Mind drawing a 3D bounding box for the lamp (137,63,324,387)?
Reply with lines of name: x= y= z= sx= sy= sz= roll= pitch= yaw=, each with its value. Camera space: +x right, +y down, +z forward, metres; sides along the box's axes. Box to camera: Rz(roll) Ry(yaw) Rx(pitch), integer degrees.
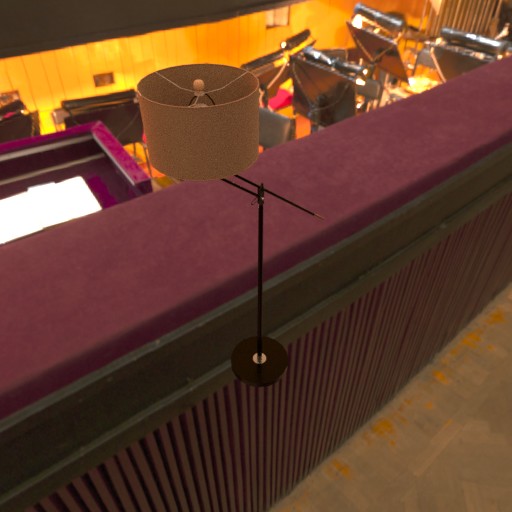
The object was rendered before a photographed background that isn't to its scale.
lamp: x=0.000 y=0.000 z=1.986 sx=0.809 sy=1.635 sz=0.373 roll=-25 pitch=47 yaw=-26
